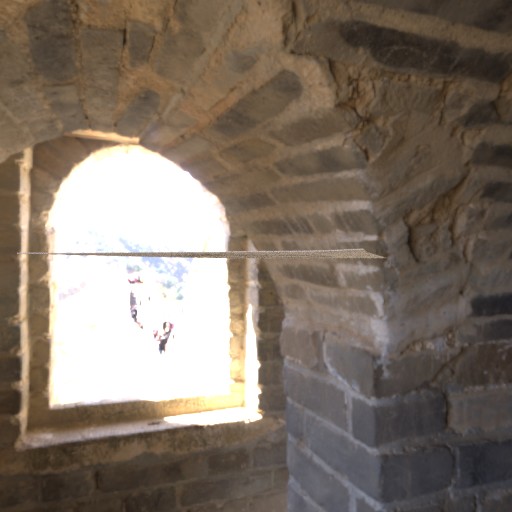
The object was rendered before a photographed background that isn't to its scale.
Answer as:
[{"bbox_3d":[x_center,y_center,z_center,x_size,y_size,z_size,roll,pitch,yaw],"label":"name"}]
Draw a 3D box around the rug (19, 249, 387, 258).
[{"bbox_3d":[0.000,0.000,2.260,1.223,0.008,1.813,0,-1,18],"label":"rug"}]
